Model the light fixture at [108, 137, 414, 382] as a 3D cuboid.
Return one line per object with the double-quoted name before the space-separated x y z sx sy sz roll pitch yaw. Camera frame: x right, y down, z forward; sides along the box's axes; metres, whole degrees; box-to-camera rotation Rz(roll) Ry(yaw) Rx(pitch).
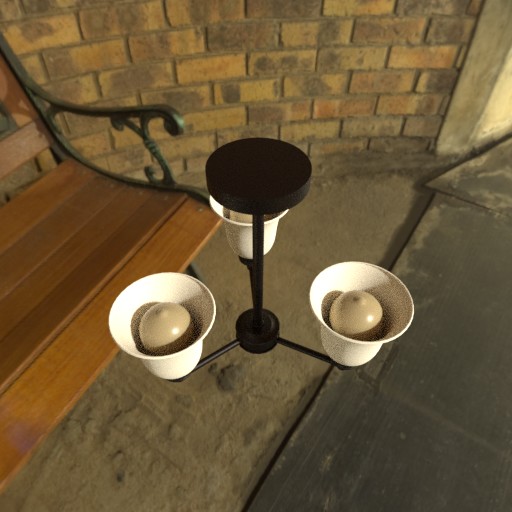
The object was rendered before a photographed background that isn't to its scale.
"light fixture" 0.000 0.000 0.659 0.388 0.370 0.354 -3 46 -3
